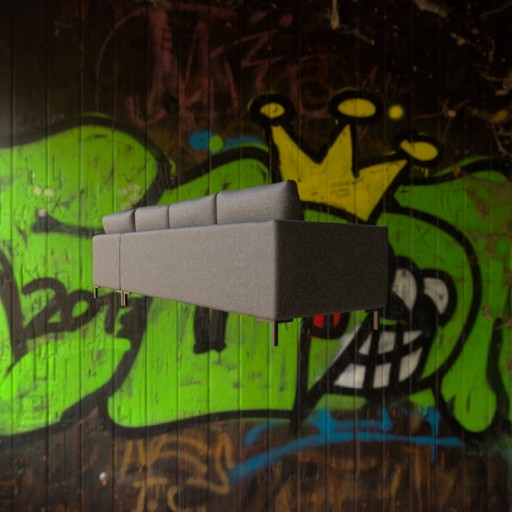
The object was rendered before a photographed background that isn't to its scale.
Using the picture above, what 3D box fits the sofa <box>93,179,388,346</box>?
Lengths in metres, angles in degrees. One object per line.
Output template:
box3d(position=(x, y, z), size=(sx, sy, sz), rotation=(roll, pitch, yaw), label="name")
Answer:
box3d(position=(0.000, 0.000, 3.912), size=(1.984, 0.858, 2.972), rotation=(0, 1, -37), label="sofa")
